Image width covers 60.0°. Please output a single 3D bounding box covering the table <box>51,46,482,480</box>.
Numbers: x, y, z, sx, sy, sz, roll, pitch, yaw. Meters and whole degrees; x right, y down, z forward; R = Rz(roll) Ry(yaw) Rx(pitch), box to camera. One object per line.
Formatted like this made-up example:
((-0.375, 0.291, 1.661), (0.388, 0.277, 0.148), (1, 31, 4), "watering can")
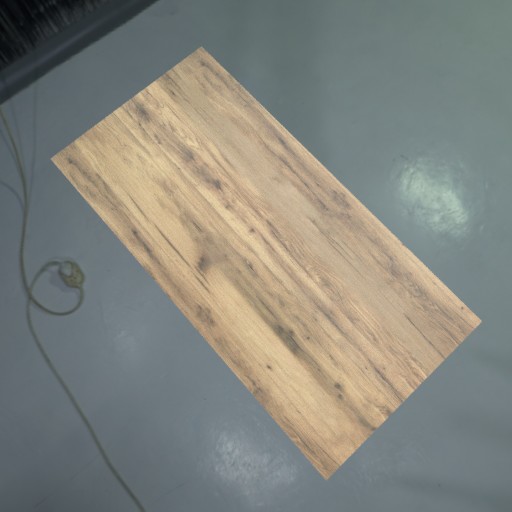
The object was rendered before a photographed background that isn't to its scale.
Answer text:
((0.000, 0.000, 2.514), (1.000, 0.770, 2.000), (-41, 79, -10), "table")
